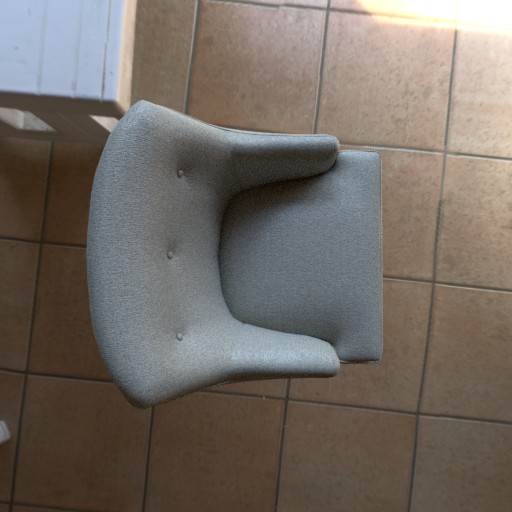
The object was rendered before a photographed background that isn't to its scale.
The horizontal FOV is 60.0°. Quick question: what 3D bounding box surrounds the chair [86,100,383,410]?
[{"bbox_3d":[0.000,0.000,1.590,0.923,0.856,0.864,0,89,0],"label":"chair"}]
